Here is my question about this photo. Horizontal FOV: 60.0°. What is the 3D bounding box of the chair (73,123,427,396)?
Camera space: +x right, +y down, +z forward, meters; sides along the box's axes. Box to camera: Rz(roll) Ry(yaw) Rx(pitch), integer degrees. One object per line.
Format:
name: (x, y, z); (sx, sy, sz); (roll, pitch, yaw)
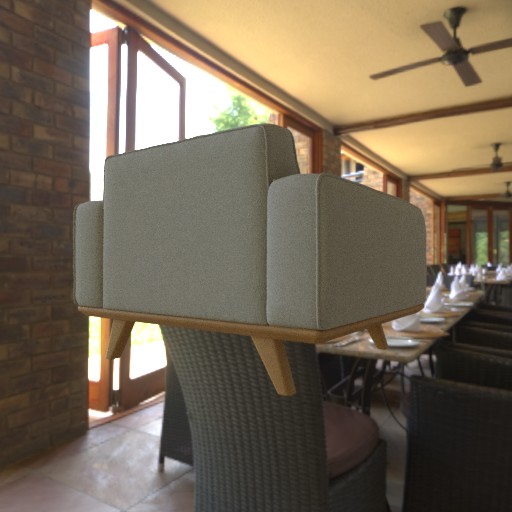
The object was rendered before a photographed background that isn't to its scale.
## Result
chair: (0.000, 0.000, 1.777); (1.115, 0.779, 0.953); (0, -1, 35)
